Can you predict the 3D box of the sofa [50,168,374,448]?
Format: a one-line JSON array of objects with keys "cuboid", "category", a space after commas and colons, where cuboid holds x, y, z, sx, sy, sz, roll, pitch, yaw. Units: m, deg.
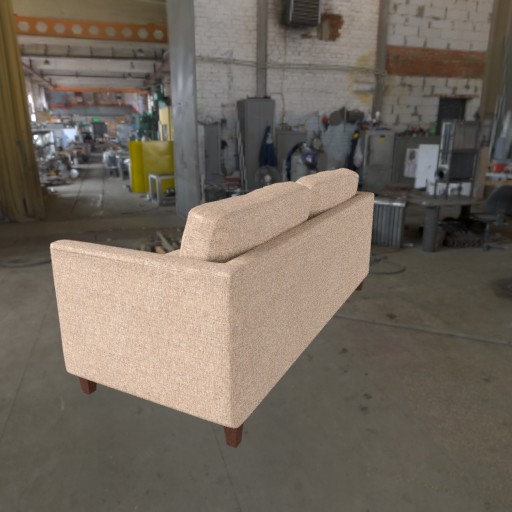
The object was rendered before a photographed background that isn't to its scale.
[{"cuboid": [0.000, 0.000, 2.718, 0.951, 0.965, 2.208, 8, 18, 26], "category": "sofa"}]
